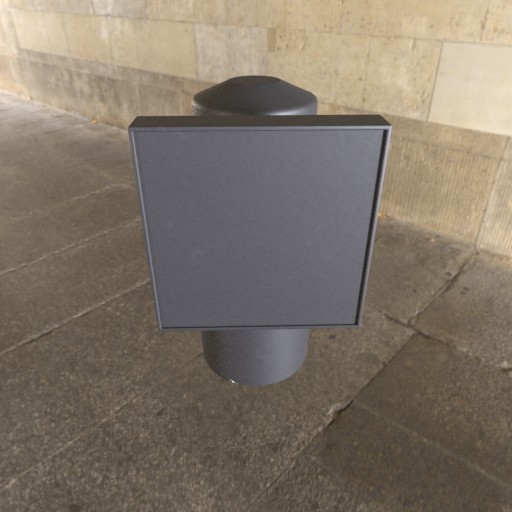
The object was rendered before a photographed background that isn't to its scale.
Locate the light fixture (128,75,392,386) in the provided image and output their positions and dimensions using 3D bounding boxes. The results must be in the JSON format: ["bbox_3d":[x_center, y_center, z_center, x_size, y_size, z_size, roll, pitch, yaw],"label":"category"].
[{"bbox_3d":[0.000,0.000,0.358,0.130,0.257,0.176,-1,31,-1],"label":"light fixture"}]
